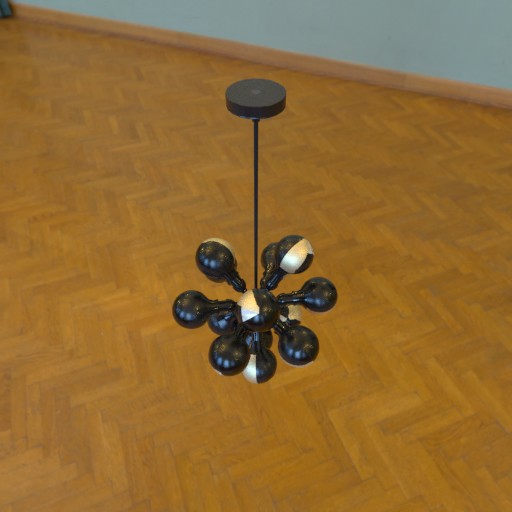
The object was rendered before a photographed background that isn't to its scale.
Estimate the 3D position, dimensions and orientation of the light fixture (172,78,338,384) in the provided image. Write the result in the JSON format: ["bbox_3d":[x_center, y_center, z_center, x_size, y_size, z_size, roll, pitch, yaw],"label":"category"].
[{"bbox_3d":[0.000,0.000,1.111,0.420,0.859,0.468,17,49,15],"label":"light fixture"}]
